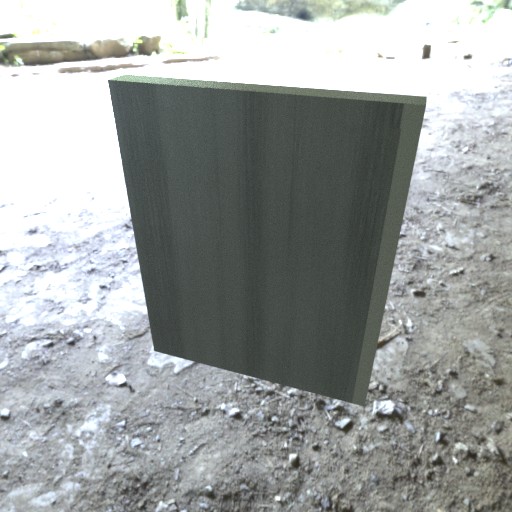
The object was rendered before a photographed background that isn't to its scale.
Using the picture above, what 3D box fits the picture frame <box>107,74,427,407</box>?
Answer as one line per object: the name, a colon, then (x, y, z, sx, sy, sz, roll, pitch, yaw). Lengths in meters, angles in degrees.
picture frame: (0.000, 0.000, 0.764, 0.449, 0.555, 0.046, 11, 34, 16)
